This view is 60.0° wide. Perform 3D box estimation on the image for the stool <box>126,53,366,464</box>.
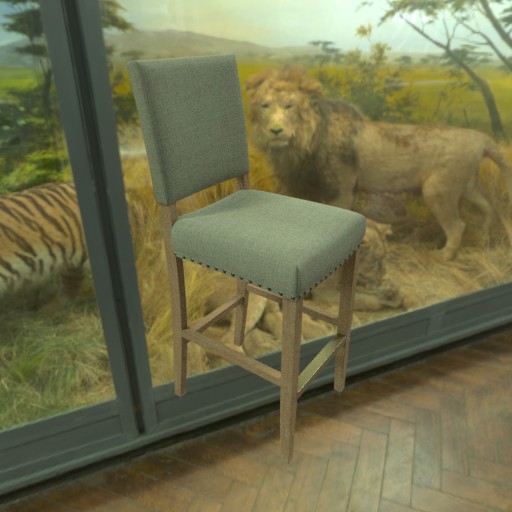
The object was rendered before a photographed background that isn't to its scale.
[{"bbox_3d":[0.000,0.000,1.483,0.585,1.203,0.445,18,32,31],"label":"stool"}]
